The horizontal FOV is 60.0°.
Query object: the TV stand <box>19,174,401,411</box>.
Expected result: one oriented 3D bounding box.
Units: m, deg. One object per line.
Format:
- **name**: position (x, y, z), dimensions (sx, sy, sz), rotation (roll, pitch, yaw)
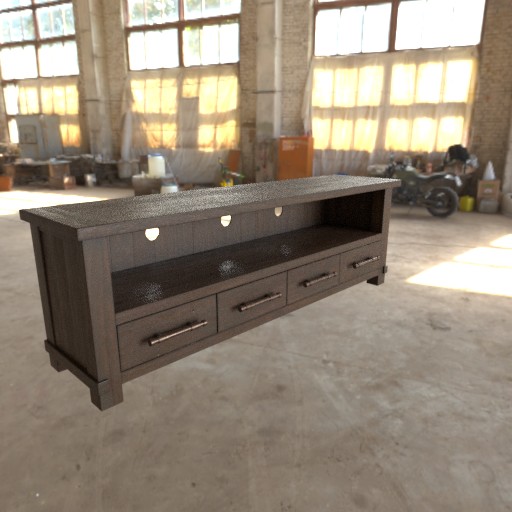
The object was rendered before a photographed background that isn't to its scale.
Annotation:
- **TV stand**: position (0.000, 0.000, 2.095), dimensions (0.471, 0.615, 1.866), rotation (15, 21, 43)
